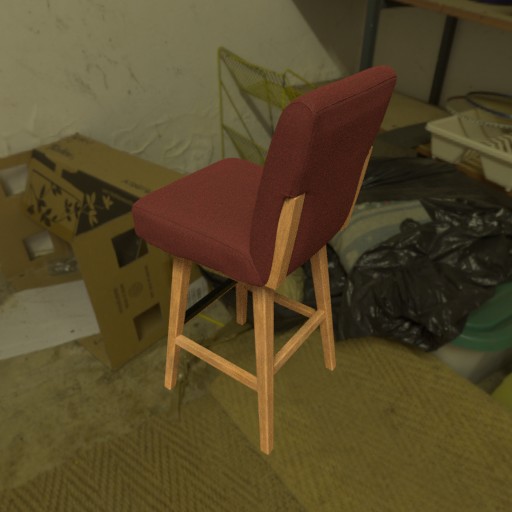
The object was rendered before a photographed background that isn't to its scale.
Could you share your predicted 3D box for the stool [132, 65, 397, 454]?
[{"bbox_3d":[0.000,0.000,1.350,0.562,1.093,0.468,22,39,29],"label":"stool"}]
